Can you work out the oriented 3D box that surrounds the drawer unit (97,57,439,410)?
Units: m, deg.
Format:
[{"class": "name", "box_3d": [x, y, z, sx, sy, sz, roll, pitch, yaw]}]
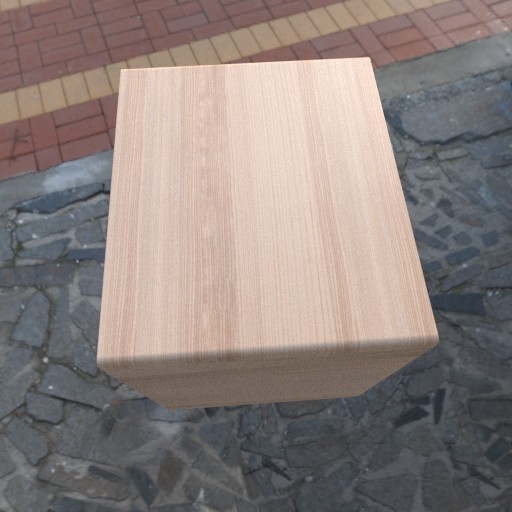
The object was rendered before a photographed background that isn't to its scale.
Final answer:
[{"class": "drawer unit", "box_3d": [0.000, 0.000, 0.601, 0.290, 0.344, 0.344, -4, 65, -2]}]
